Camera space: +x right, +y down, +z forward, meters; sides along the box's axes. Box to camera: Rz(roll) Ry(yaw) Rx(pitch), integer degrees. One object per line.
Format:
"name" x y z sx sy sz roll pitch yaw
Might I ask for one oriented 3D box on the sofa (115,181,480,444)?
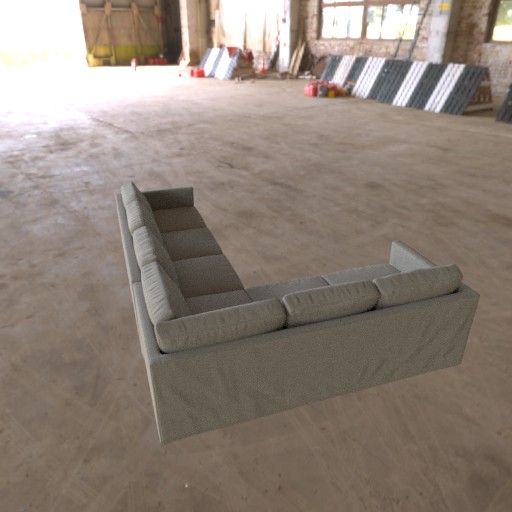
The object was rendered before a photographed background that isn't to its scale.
"sofa" 0.000 0.000 4.360 2.432 0.871 3.182 -9 29 -17
